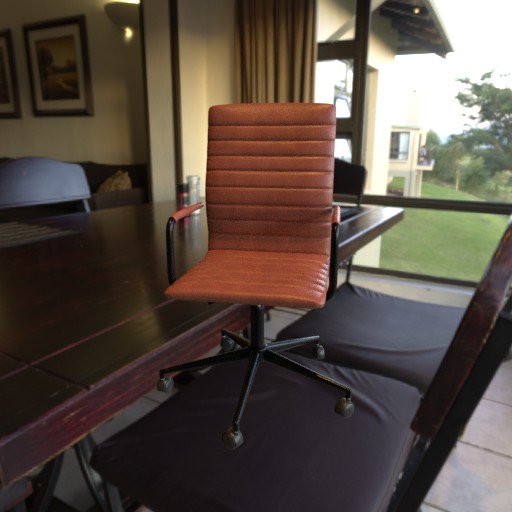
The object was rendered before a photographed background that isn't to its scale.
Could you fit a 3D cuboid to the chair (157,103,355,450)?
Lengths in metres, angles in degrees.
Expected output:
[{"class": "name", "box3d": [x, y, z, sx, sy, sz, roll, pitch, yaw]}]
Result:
[{"class": "chair", "box3d": [0.000, 0.000, 1.280, 0.600, 0.878, 0.578, 3, 15, 10]}]
